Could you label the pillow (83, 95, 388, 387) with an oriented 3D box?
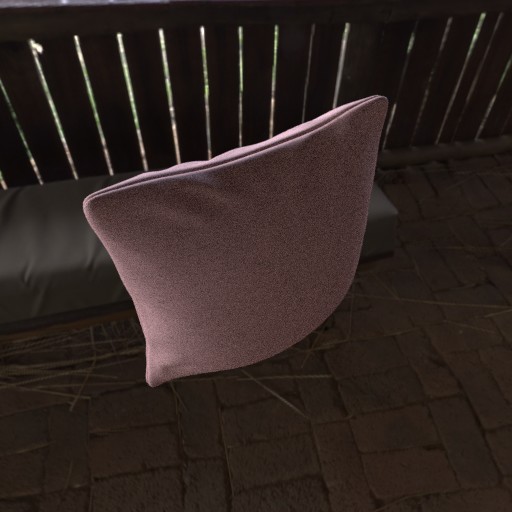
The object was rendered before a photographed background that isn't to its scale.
[{"bbox_3d":[0.000,0.000,0.685,0.432,0.415,0.246,-25,52,-21],"label":"pillow"}]
